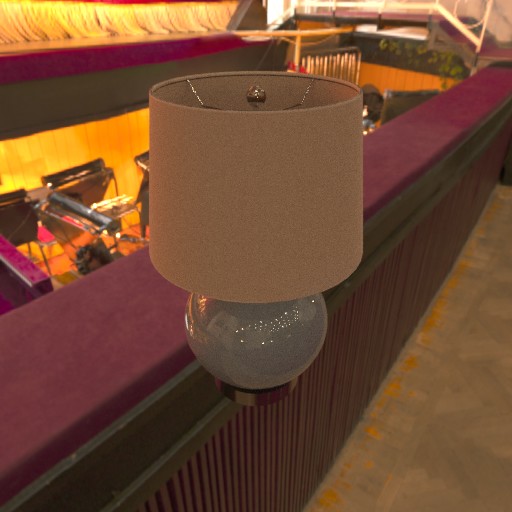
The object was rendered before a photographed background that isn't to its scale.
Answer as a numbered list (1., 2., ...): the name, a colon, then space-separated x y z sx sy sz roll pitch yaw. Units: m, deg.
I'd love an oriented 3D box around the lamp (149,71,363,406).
1. lamp: 0.000 0.000 0.533 0.247 0.387 0.247 0 31 0
